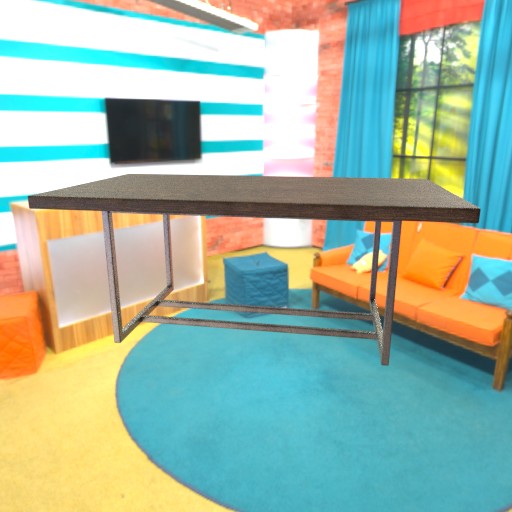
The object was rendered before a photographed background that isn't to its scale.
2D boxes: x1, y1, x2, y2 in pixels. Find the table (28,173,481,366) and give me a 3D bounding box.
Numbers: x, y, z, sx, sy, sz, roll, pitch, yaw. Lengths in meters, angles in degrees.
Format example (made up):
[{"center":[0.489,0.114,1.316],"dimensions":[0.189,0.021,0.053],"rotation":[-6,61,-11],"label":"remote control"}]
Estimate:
[{"center":[0.000,0.000,2.531],"dimensions":[1.989,0.795,1.078],"rotation":[3,16,9],"label":"table"}]
